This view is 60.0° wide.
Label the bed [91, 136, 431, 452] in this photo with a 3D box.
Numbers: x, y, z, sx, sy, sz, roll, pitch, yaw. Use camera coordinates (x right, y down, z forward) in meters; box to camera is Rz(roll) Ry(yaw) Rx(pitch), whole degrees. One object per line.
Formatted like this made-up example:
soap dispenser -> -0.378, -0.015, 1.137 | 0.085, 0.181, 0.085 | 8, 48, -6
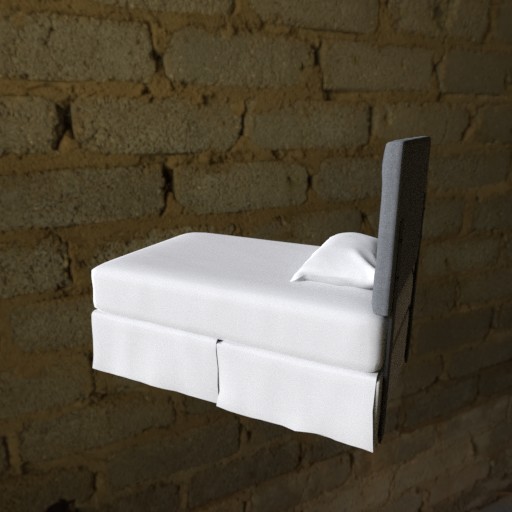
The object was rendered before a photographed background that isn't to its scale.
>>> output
bed -> 0.000, 0.000, 3.005 | 1.997, 1.571, 1.261 | 8, 18, 25
